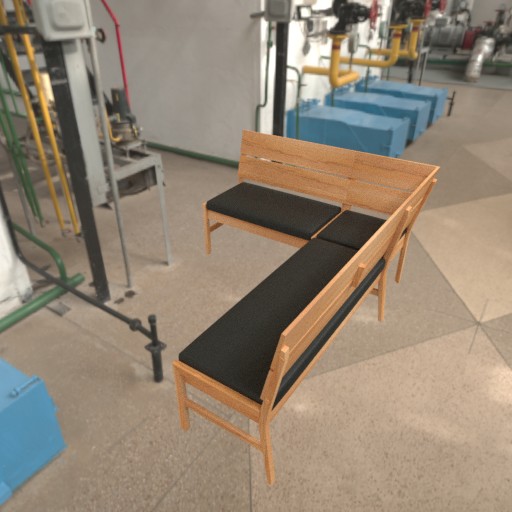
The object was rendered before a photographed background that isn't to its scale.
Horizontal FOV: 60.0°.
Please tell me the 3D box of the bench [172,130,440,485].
[{"bbox_3d":[0.000,0.000,2.763,1.548,0.890,1.948,19,36,28],"label":"bench"}]
